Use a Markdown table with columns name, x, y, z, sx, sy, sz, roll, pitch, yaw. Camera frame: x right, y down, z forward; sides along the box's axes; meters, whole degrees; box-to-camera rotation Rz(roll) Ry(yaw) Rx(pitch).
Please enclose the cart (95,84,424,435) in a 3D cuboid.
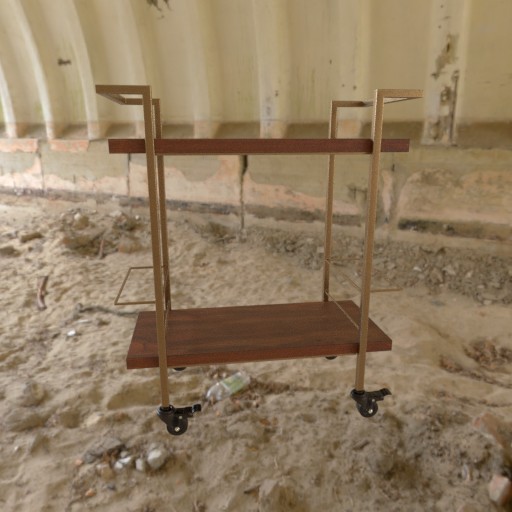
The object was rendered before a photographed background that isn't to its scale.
| name | x | y | z | sx | sy | sz | roll | pitch | yaw |
| --- | --- | --- | --- | --- | --- | --- | --- | --- | --- |
| cart | 0.000 | 0.000 | 1.175 | 0.695 | 0.807 | 0.364 | -2 | 15 | -8 |
